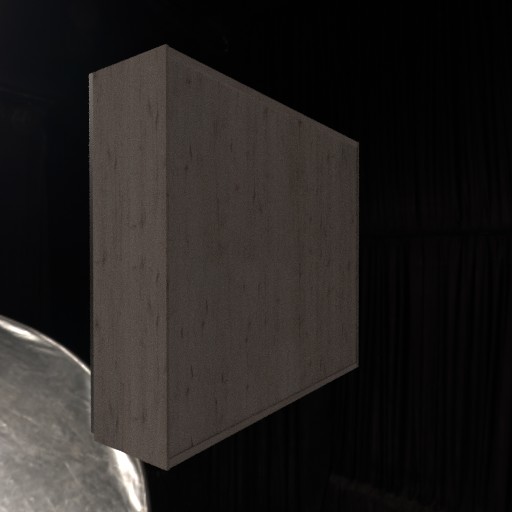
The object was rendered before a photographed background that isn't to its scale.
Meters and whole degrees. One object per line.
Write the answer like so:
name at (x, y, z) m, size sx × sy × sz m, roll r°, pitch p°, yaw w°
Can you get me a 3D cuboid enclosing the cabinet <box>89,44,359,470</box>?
cabinet at (0.000, 0.000, 3.473) m, size 0.660 × 2.180 × 2.500 m, roll 0°, pitch 1°, yaw 35°
